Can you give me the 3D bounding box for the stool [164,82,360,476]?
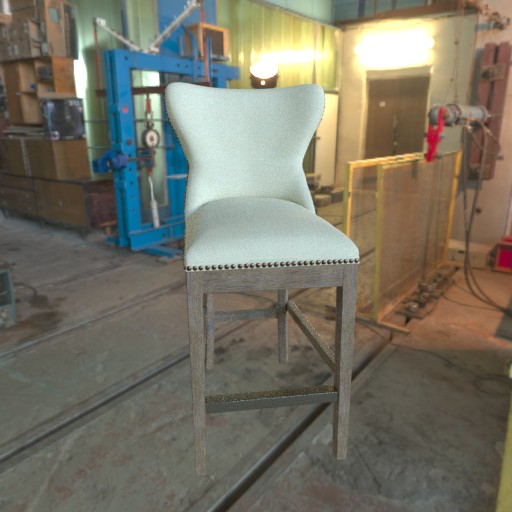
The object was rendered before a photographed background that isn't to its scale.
[{"bbox_3d":[0.000,0.000,1.305,0.498,0.981,0.608,-3,17,-8],"label":"stool"}]
